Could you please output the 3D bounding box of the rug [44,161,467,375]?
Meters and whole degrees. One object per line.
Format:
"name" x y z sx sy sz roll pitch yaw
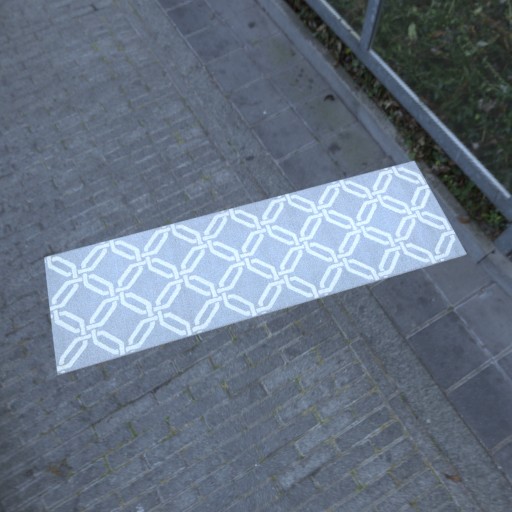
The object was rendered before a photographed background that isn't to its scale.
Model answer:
"rug" 0.000 0.000 2.488 2.276 0.014 0.678 -15 66 -7
